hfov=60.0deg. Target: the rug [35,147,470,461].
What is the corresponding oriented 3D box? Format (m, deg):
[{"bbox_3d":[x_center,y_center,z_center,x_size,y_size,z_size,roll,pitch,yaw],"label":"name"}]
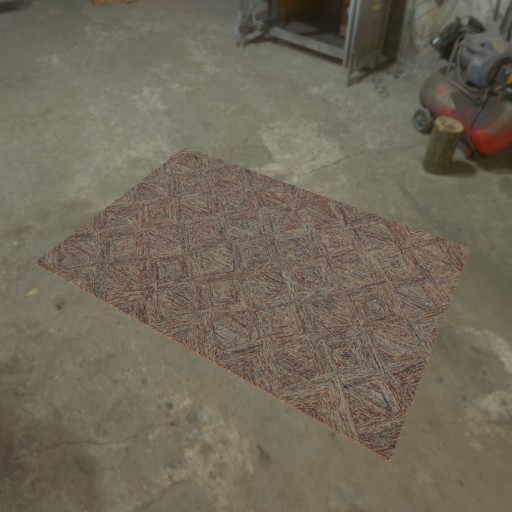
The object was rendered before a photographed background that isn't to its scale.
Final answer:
[{"bbox_3d":[0.000,0.000,2.797,2.285,0.019,1.523,23,51,21],"label":"rug"}]
